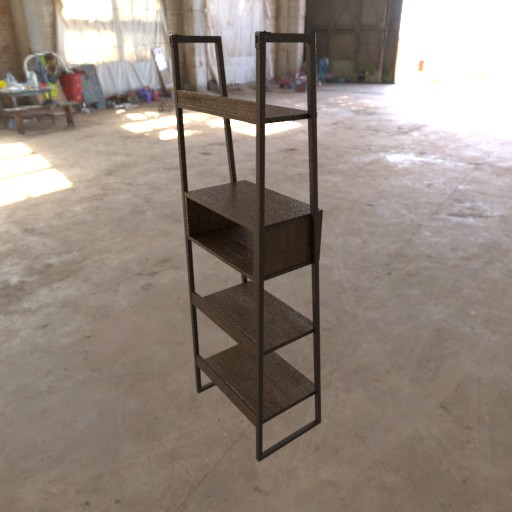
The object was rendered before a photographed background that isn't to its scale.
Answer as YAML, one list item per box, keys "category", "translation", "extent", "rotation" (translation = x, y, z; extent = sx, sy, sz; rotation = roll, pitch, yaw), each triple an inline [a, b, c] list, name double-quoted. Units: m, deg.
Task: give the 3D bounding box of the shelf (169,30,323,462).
- category: "shelf"
  translation: [0.000, 0.000, 2.231]
  extent: [0.454, 2.005, 0.652]
  rotation: [-18, 31, -32]
